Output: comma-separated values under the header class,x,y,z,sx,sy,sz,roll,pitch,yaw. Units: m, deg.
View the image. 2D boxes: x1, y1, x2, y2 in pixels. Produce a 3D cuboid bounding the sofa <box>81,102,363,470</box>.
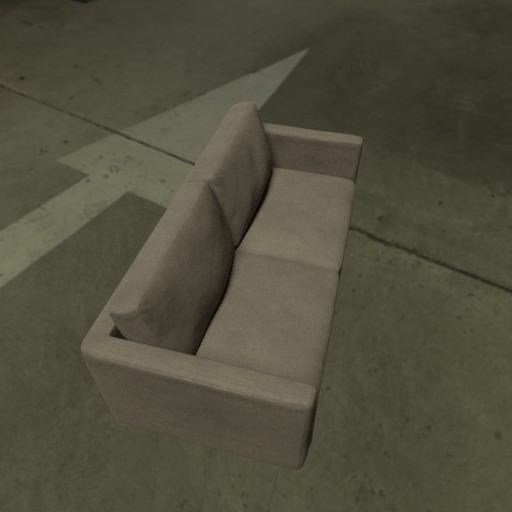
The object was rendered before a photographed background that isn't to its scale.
class,x,y,z,sx,sy,sz,roll,pitch,yaw
sofa,0.000,0.000,2.437,0.950,0.963,1.884,11,47,10
